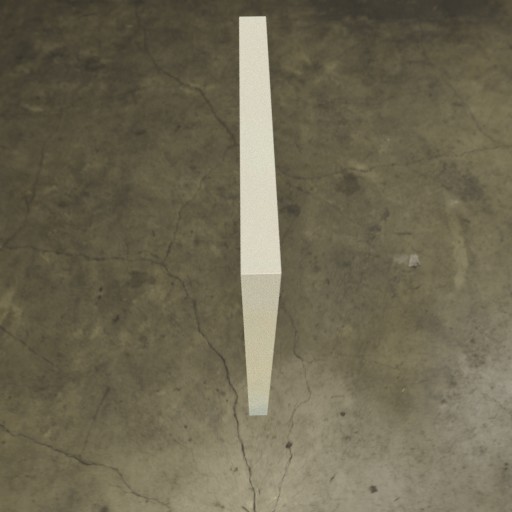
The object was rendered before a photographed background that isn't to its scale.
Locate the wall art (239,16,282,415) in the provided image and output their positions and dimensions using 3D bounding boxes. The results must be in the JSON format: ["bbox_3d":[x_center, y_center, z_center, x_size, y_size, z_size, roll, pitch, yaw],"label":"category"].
[{"bbox_3d":[0.000,0.000,0.771,0.038,0.611,0.408,-1,59,-1],"label":"wall art"}]
